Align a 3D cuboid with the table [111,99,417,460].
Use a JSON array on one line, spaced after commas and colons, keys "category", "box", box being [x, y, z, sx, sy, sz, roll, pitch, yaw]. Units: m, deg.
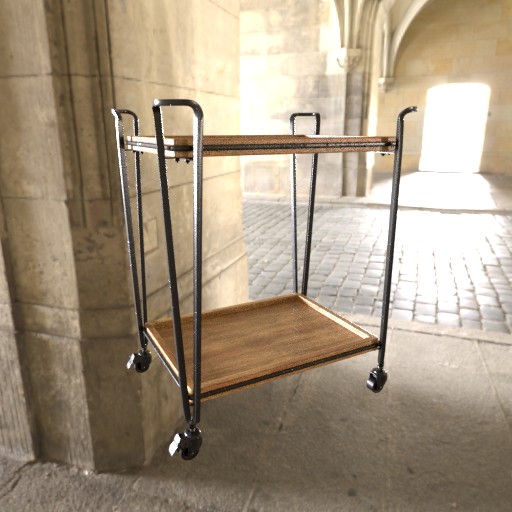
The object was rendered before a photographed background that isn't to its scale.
[{"category": "table", "box": [0.000, 0.000, 1.237, 0.672, 0.785, 0.505, -8, 18, -27]}]
